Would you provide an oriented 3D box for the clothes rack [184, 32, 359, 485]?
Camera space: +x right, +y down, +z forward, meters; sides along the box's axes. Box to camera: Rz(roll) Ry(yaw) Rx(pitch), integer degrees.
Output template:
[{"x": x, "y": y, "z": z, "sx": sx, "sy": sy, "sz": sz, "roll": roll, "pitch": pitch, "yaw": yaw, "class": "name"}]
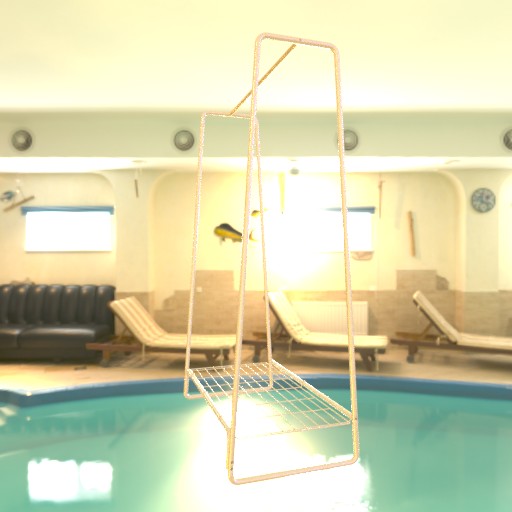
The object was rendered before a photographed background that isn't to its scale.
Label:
[{"x": 0.000, "y": 0.000, "z": 1.938, "sx": 0.495, "sy": 1.500, "sz": 0.900, "roll": 0, "pitch": 1, "yaw": -19, "class": "clothes rack"}]
